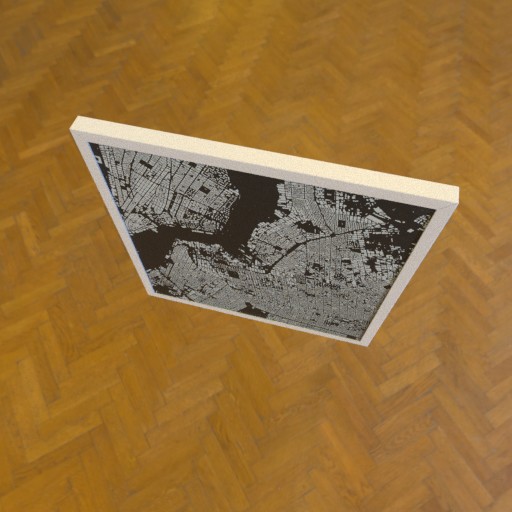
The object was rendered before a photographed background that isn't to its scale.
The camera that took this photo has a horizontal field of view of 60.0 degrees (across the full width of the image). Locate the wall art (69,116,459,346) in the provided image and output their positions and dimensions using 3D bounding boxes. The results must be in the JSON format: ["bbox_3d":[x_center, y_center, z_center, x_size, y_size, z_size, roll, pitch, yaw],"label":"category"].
[{"bbox_3d":[0.000,0.000,1.179,0.761,0.762,0.050,12,60,7],"label":"wall art"}]
